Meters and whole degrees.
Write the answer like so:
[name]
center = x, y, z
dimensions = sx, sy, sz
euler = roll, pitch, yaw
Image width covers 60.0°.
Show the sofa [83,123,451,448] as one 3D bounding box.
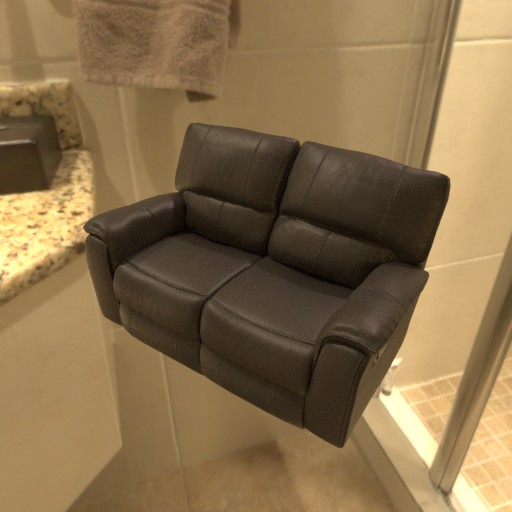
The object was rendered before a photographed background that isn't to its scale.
[sofa]
center = 0.000, 0.000, 2.452
dimensions = 1.765, 1.111, 1.104
euler = 20, 37, 29
